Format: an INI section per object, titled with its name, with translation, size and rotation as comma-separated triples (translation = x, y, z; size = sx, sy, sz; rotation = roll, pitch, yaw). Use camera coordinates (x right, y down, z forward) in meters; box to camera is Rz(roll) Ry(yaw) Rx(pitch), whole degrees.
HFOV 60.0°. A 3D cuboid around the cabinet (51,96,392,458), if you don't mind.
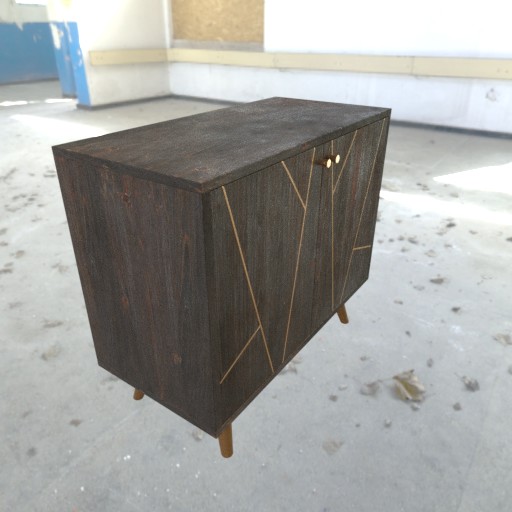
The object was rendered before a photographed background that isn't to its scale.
[cabinet]
translation = 0.000, 0.000, 1.546
size = 0.529, 0.897, 1.023
rotation = 18, 33, 31
